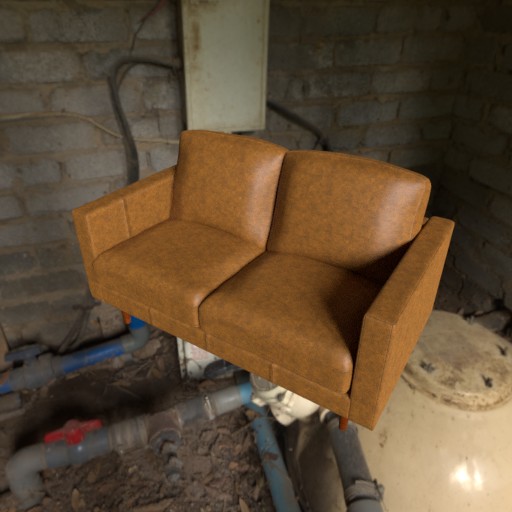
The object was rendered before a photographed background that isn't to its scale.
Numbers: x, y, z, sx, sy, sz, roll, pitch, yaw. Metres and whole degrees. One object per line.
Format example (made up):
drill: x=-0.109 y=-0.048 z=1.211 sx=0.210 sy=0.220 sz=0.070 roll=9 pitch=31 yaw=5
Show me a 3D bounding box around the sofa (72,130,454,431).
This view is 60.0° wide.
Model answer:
sofa: x=0.000 y=0.000 z=2.164 sx=1.578 sy=0.951 sz=0.909 roll=18 pitch=36 yaw=27
